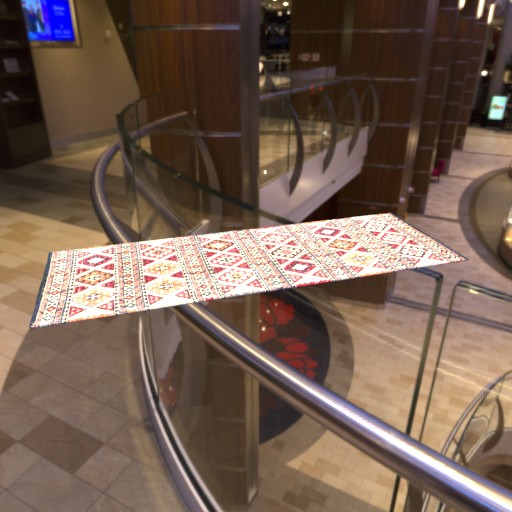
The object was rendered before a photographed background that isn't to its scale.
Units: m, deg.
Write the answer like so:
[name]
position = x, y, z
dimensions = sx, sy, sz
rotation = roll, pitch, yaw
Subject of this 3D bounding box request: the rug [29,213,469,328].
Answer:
[rug]
position = 0.000, 0.000, 2.630
dimensions = 2.362, 0.008, 0.832
rotation = -8, 27, -15
